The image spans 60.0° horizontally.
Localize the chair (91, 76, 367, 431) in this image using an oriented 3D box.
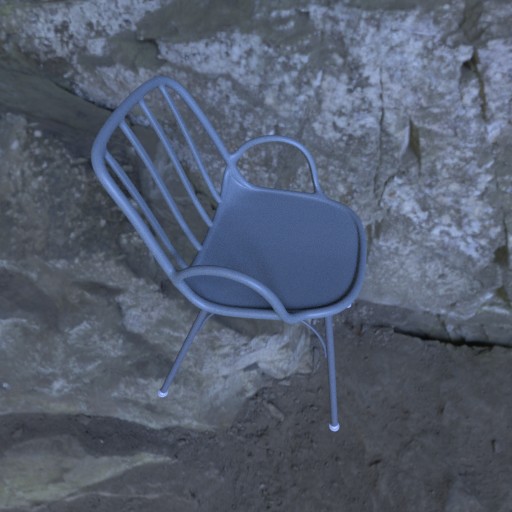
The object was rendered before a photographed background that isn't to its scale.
[{"bbox_3d":[0.000,0.000,1.195,0.597,0.816,0.549,9,46,9],"label":"chair"}]
